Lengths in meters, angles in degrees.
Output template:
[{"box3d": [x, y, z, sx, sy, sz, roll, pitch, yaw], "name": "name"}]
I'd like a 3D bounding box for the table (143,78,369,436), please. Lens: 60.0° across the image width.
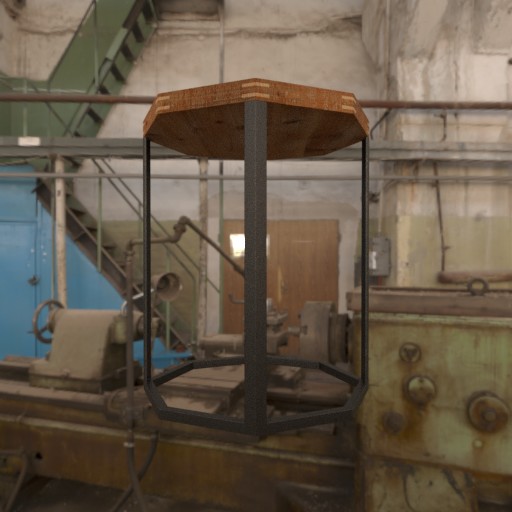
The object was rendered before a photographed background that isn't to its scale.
[{"box3d": [0.000, 0.000, 0.900, 0.458, 0.543, 0.458, 0, 1, 0], "name": "table"}]
